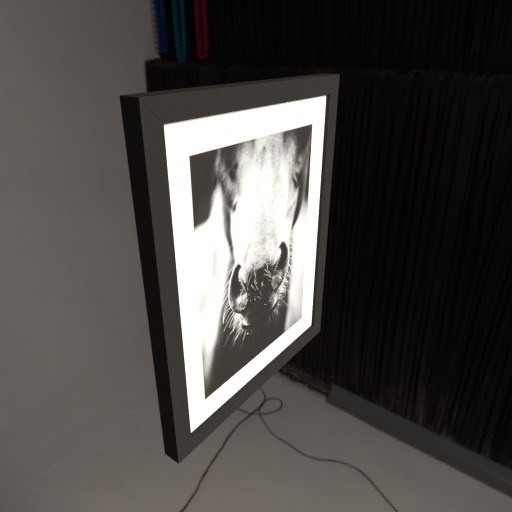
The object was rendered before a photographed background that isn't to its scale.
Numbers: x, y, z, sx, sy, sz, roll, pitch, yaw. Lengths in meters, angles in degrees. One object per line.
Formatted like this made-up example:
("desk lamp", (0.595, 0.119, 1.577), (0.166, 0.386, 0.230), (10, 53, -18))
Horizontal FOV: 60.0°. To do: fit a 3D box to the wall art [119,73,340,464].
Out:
("wall art", (0.000, 0.000, 0.552), (0.024, 0.404, 0.329), (18, 31, 33))
